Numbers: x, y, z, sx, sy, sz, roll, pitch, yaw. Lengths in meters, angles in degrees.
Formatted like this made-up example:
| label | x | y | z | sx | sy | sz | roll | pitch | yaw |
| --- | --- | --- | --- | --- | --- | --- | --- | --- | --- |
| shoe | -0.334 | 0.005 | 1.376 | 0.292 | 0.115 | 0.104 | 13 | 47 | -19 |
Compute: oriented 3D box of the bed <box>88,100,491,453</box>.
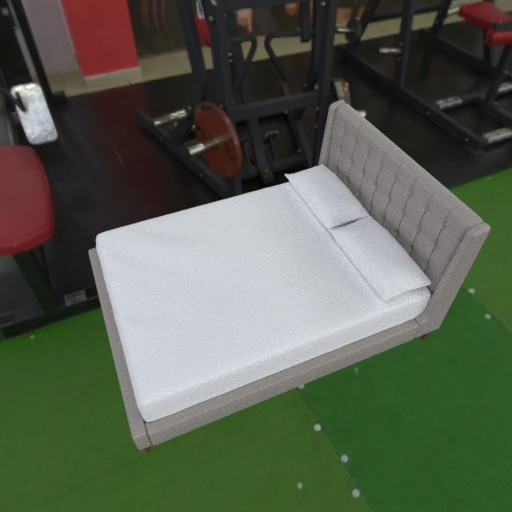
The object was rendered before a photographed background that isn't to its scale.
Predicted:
| label | x | y | z | sx | sy | sz | roll | pitch | yaw |
| --- | --- | --- | --- | --- | --- | --- | --- | --- | --- |
| bed | 0.000 | 0.000 | 3.149 | 2.232 | 1.147 | 1.656 | -17 | 49 | -16 |
